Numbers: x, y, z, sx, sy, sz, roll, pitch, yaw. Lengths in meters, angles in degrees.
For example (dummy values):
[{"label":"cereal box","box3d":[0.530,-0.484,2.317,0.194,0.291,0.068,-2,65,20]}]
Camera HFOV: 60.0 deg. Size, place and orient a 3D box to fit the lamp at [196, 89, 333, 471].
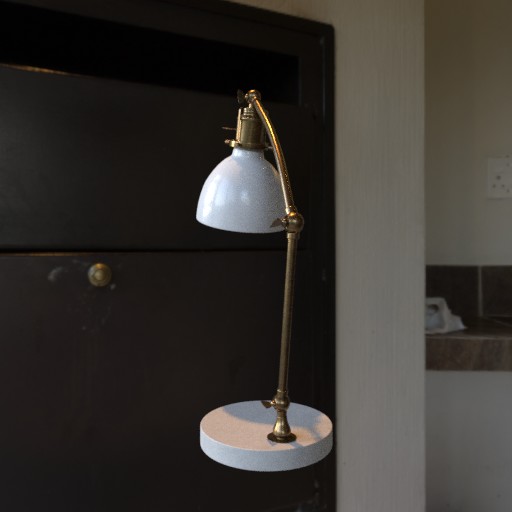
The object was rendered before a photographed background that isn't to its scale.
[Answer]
[{"label":"lamp","box3d":[0.000,0.000,0.674,0.186,0.522,0.317,0,0,-18]}]
